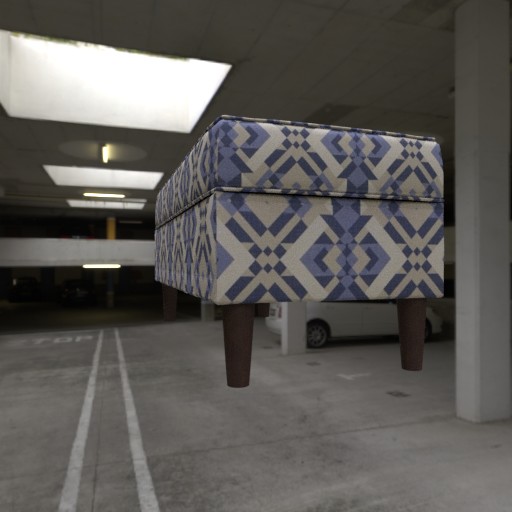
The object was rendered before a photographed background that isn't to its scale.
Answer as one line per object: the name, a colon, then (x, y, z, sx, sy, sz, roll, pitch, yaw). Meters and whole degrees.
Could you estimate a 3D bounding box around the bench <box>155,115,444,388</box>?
bench: (0.000, 0.000, 1.295, 0.492, 0.477, 1.016, 0, -1, -19)
